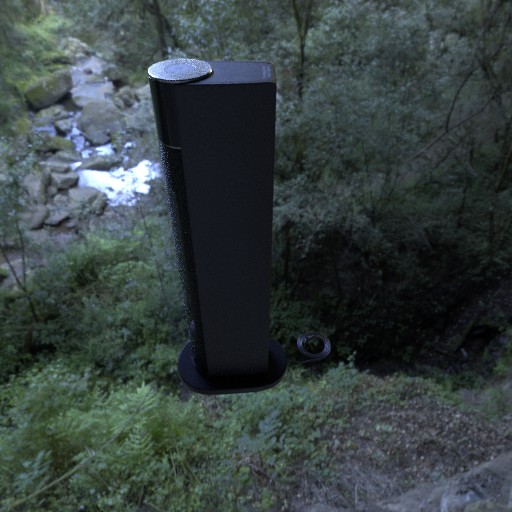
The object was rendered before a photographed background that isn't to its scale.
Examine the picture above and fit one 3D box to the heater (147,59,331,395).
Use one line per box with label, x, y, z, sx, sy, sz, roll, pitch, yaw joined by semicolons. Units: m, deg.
heater;0.000;0.000;1.040;0.458;0.856;0.214;0;41;0
